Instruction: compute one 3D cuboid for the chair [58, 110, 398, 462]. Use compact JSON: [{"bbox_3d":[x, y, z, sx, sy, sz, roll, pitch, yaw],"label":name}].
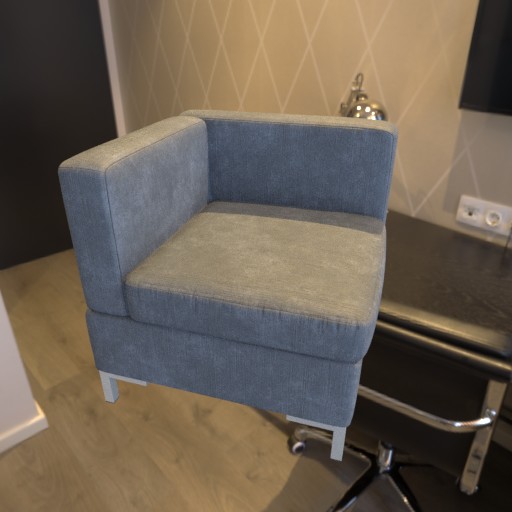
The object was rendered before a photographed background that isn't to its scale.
[{"bbox_3d":[0.000,0.000,1.218,0.680,0.660,0.680,8,29,15],"label":"chair"}]
